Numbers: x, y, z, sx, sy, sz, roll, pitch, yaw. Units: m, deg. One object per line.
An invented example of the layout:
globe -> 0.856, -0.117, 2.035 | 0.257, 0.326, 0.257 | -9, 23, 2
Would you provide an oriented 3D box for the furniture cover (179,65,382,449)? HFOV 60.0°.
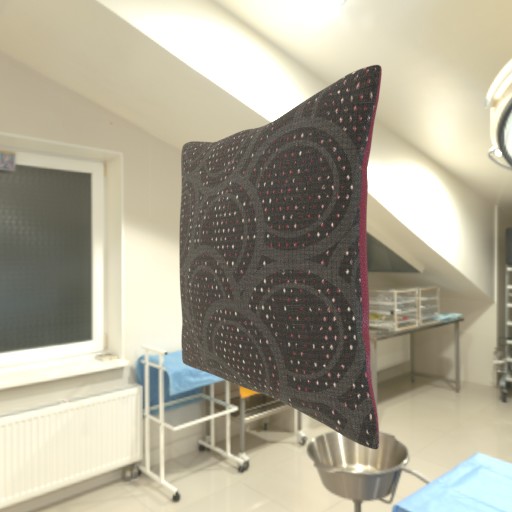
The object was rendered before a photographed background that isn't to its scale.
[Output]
furniture cover -> 0.000, 0.000, 0.803 | 0.193, 0.509, 0.552 | 0, 1, -36
